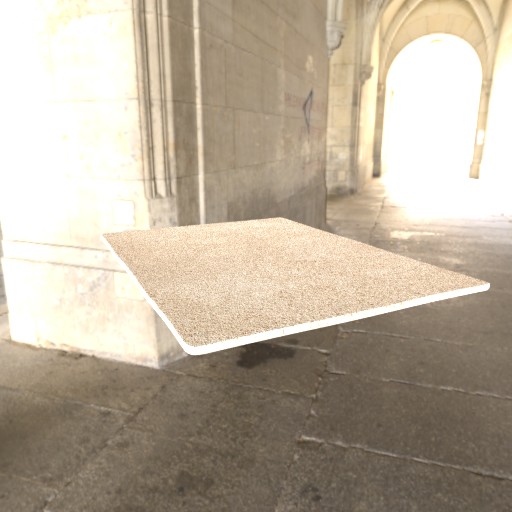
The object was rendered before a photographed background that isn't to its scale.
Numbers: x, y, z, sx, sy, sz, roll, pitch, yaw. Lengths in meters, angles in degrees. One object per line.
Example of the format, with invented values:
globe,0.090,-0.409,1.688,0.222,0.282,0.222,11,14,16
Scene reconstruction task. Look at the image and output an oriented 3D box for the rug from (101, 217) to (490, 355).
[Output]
rug,0.000,0.000,2.111,1.199,0.025,1.600,-7,17,-26
